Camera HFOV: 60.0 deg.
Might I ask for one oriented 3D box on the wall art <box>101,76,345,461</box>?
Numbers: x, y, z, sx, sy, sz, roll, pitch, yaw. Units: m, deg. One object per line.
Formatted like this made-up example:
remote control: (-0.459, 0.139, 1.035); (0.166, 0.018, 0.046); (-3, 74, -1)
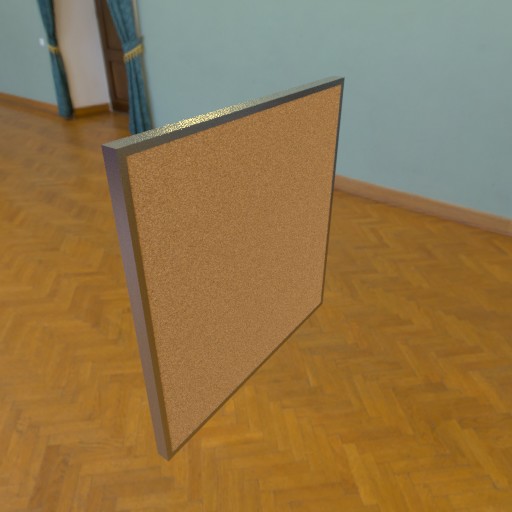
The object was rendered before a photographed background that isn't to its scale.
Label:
wall art: (0.000, 0.000, 1.200); (0.038, 0.806, 0.806); (21, 37, 30)
